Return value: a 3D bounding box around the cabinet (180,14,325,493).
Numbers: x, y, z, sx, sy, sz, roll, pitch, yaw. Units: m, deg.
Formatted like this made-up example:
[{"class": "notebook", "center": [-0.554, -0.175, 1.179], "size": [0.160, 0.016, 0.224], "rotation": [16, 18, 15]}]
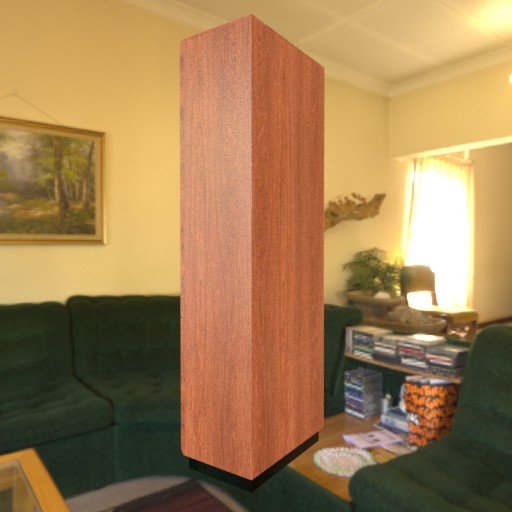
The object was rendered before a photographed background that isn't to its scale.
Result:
[{"class": "cabinet", "center": [0.000, 0.000, 2.207], "size": [0.420, 1.980, 0.660], "rotation": [1, 1, 35]}]
